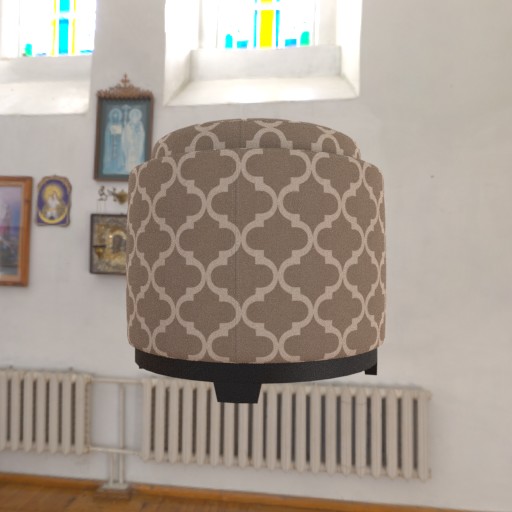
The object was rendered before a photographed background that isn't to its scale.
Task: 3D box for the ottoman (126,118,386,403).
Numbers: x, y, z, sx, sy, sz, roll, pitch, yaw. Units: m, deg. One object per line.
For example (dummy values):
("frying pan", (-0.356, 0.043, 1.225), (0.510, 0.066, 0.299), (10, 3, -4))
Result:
("ottoman", (0.000, 0.000, 0.852), (0.480, 0.429, 0.480), (0, -2, 0))
